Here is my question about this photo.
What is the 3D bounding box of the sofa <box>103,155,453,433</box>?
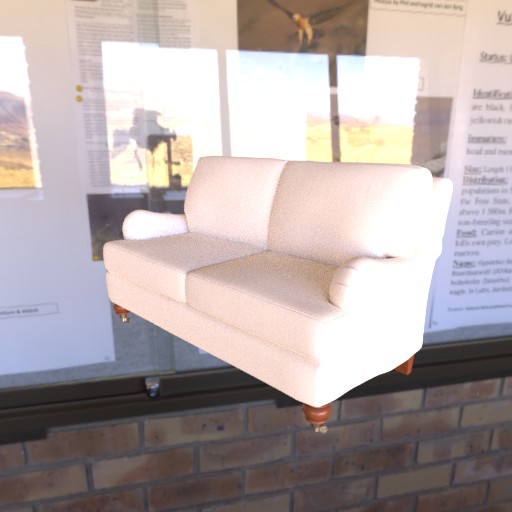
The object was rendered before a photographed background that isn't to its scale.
[{"bbox_3d":[0.000,0.000,2.609,1.084,1.101,1.853,-14,21,-43],"label":"sofa"}]
